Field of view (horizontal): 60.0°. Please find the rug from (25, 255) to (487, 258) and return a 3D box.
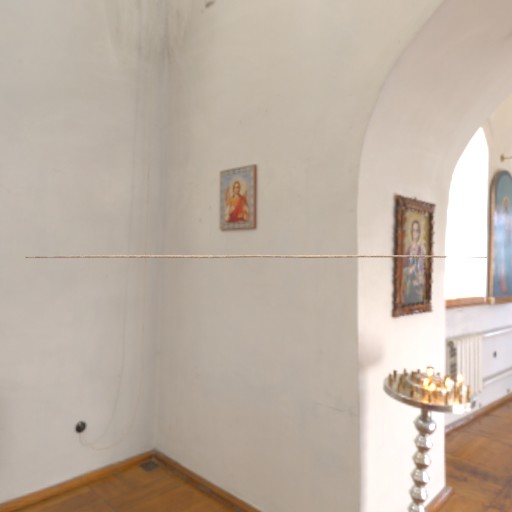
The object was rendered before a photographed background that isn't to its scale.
[{"bbox_3d":[0.000,0.000,2.224,1.745,0.010,1.146,0,0,0],"label":"rug"}]
